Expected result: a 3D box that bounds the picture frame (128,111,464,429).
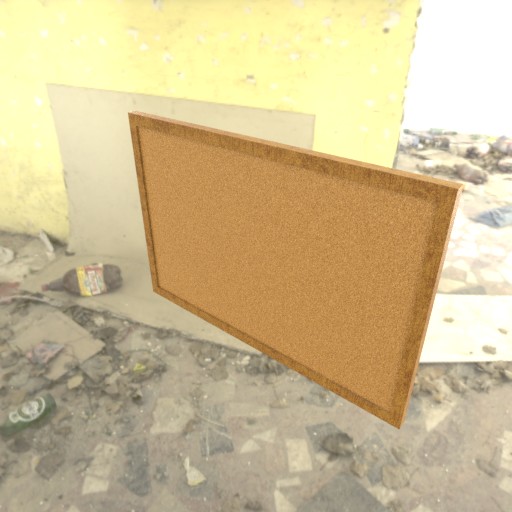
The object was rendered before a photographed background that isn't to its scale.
[{"bbox_3d":[0.000,0.000,1.180,0.922,0.621,0.029,22,37,33],"label":"picture frame"}]
